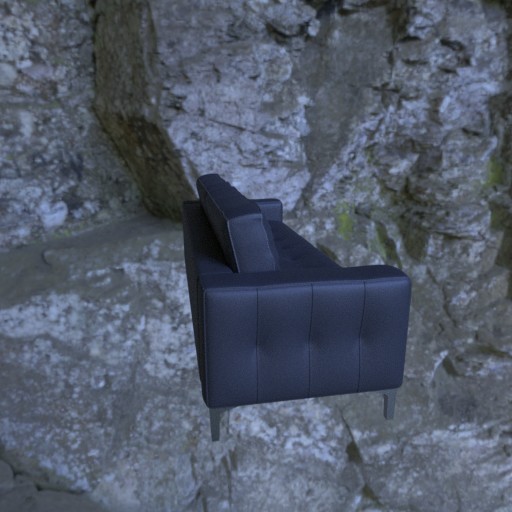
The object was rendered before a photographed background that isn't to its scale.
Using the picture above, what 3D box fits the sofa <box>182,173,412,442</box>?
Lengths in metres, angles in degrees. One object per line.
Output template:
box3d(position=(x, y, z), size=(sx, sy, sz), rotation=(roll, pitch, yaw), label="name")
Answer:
box3d(position=(0.000, 0.000, 2.736), size=(0.833, 0.893, 2.275), rotation=(-3, 15, -10), label="sofa")
